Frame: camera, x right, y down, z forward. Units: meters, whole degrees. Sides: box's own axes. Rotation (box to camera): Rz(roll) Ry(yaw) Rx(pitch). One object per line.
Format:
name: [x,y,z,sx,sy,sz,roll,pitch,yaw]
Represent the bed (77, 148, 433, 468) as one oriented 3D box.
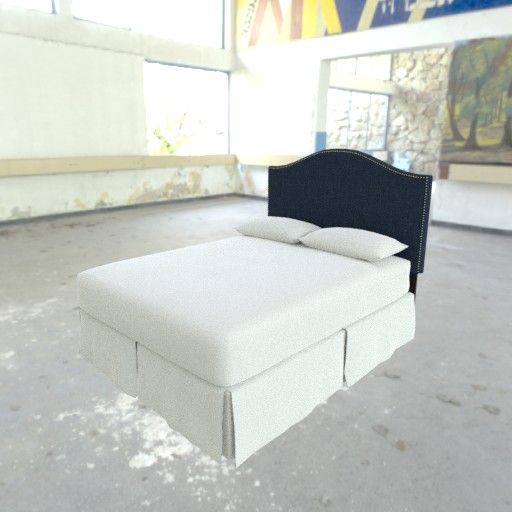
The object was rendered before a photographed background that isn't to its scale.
bed: [0.000,0.000,3.292,1.725,1.518,2.153,14,20,42]
